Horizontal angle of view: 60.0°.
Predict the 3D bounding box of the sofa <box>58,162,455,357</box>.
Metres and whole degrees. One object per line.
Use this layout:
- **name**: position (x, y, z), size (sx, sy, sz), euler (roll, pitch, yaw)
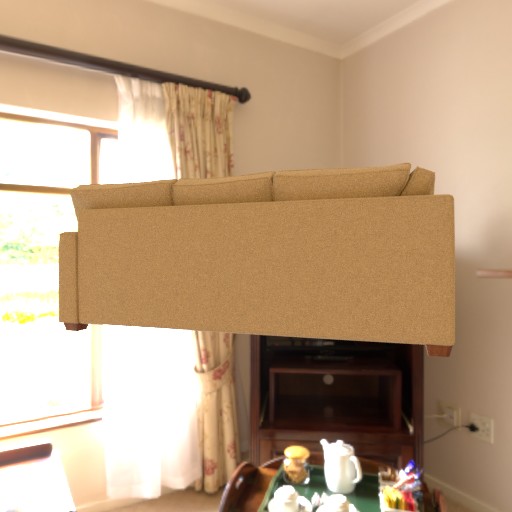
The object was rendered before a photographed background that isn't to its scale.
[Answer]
- **sofa**: position (0.000, 0.000, 2.921), size (2.317, 0.962, 1.061), euler (0, 0, 19)
